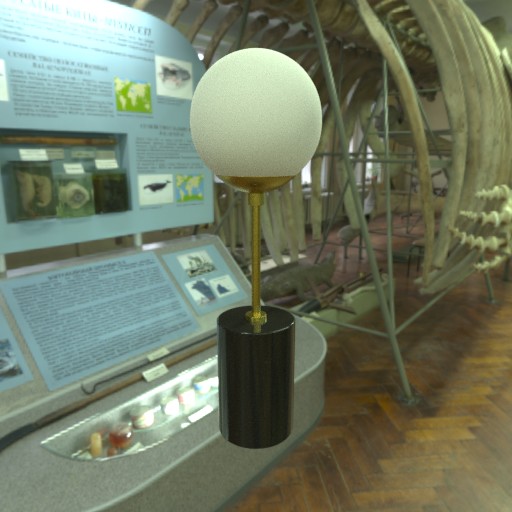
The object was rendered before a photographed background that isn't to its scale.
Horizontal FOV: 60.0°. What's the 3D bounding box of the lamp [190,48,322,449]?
[{"bbox_3d":[0.000,0.000,0.557,0.153,0.480,0.153,0,13,0],"label":"lamp"}]
